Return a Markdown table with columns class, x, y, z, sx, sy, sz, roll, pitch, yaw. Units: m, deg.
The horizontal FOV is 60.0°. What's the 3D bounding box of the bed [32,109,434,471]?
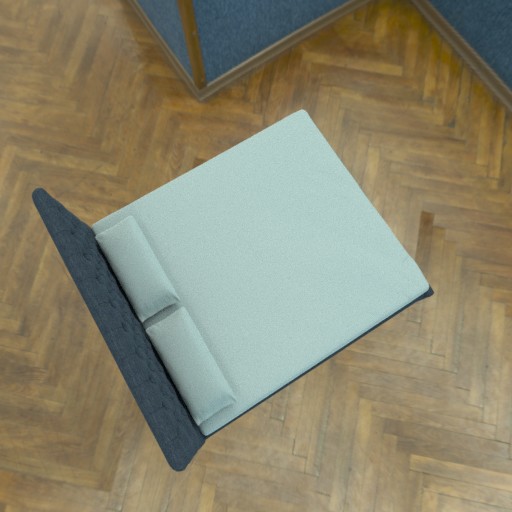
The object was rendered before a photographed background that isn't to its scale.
| class | x | y | z | sx | sy | sz | roll | pitch | yaw |
| --- | --- | --- | --- | --- | --- | --- | --- | --- | --- |
| bed | 0.000 | 0.000 | 3.614 | 2.387 | 1.427 | 2.078 | -31 | 78 | -7 |
